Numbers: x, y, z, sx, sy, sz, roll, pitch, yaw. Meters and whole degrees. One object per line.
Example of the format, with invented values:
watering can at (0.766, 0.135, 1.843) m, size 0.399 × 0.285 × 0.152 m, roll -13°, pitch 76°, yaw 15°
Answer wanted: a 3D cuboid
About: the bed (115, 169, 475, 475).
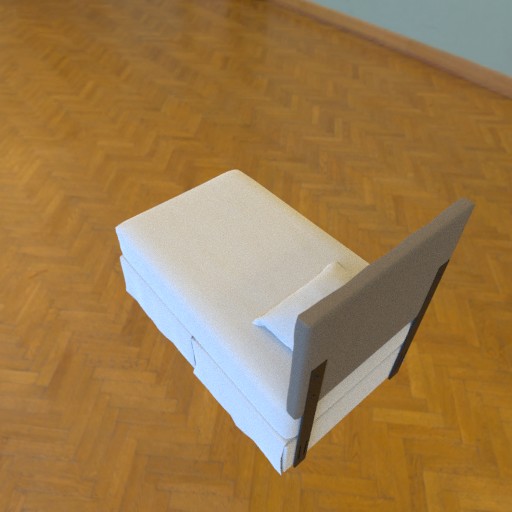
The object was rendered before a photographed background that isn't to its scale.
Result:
bed at (0.000, 0.000, 2.963) m, size 1.261 × 1.571 × 1.997 m, roll -31°, pitch 54°, yaw -26°
